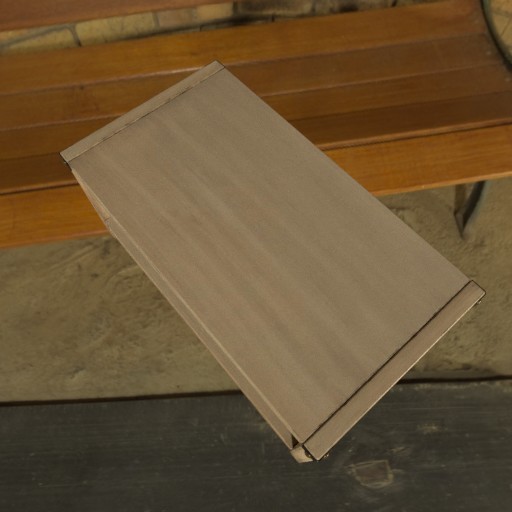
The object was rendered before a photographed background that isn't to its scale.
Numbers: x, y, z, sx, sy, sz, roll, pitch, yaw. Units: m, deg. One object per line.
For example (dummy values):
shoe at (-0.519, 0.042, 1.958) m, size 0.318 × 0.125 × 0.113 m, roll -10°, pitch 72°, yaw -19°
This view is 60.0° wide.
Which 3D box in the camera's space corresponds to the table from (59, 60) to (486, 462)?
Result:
table at (0.000, 0.000, 1.313) m, size 0.559 × 0.456 × 1.016 m, roll -38°, pitch 70°, yaw -16°
